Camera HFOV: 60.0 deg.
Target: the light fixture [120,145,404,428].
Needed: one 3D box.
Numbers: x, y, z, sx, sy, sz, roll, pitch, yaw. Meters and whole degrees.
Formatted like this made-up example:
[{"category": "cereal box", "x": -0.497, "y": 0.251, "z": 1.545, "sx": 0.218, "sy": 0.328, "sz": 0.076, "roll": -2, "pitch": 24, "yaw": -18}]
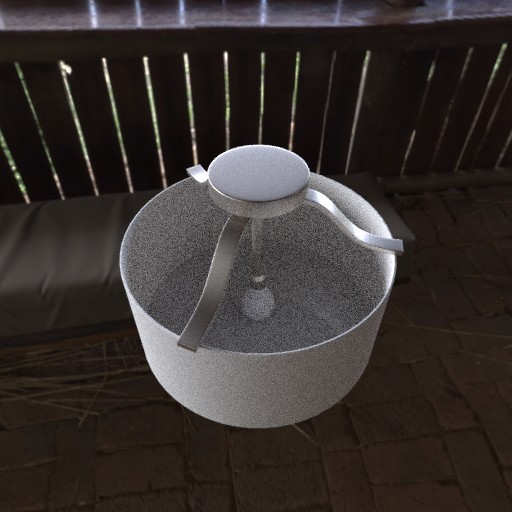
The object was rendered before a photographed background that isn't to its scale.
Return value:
[{"category": "light fixture", "x": 0.000, "y": 0.000, "z": 0.655, "sx": 0.395, "sy": 0.304, "sz": 0.395, "roll": 0, "pitch": 44, "yaw": 0}]
